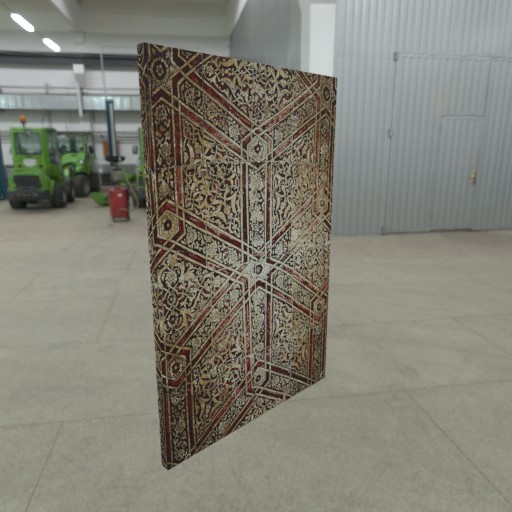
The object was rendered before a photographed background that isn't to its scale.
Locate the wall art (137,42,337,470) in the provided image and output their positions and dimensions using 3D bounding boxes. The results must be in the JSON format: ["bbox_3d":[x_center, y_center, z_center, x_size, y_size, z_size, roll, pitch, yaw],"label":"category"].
[{"bbox_3d":[0.000,0.000,1.124,0.599,0.904,0.030,-13,19,-43],"label":"wall art"}]
